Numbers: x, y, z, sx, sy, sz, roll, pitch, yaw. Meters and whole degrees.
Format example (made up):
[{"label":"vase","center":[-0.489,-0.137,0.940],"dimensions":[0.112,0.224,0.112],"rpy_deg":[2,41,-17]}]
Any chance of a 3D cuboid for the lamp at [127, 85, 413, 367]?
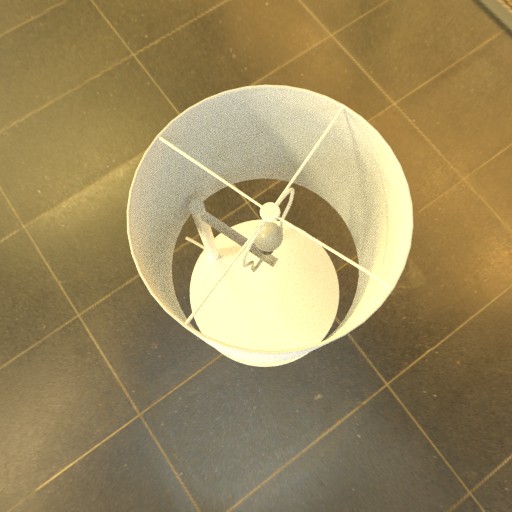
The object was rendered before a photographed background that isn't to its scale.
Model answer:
[{"label":"lamp","center":[0.000,0.000,0.684],"dimensions":[0.341,0.454,0.299],"rpy_deg":[34,77,9]}]
